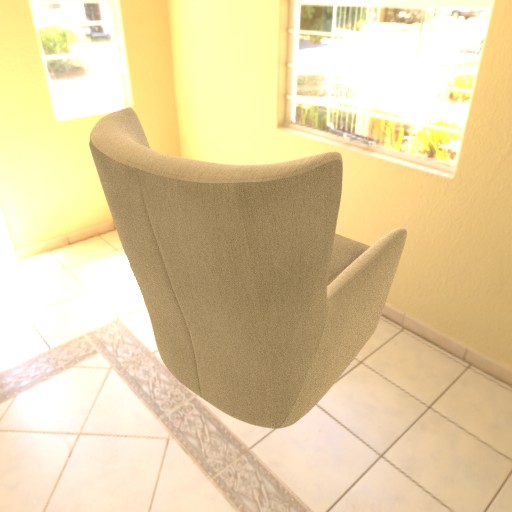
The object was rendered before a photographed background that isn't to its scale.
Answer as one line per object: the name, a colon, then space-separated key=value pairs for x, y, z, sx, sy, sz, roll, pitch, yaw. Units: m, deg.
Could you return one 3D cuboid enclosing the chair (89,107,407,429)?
chair: x=0.000 y=0.000 z=1.586 sx=0.779 sy=1.000 sz=0.904 roll=22 pitch=37 yaw=32
